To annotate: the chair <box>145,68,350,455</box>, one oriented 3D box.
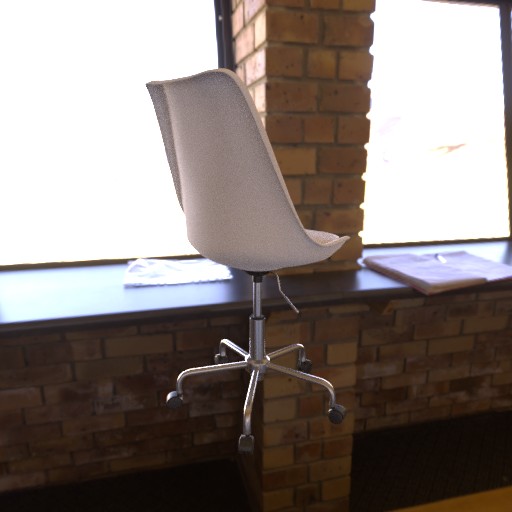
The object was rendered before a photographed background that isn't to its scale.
[{"bbox_3d":[0.000,0.000,1.287,0.550,0.930,0.550,13,18,43],"label":"chair"}]
